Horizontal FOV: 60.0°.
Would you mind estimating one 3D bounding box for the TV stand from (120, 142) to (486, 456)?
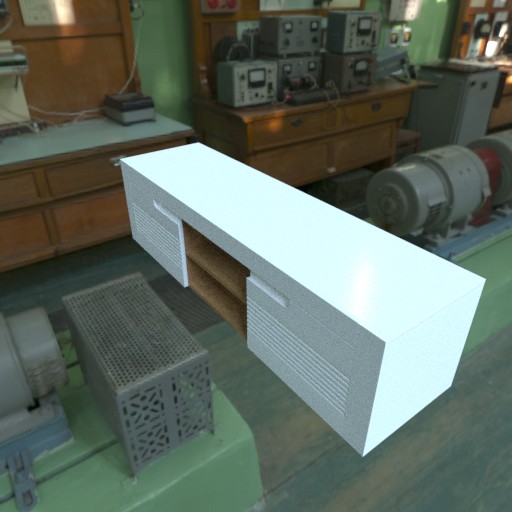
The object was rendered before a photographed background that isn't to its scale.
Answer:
[{"bbox_3d":[0.000,0.000,1.705,0.410,0.440,1.500,-21,37,-31],"label":"TV stand"}]
